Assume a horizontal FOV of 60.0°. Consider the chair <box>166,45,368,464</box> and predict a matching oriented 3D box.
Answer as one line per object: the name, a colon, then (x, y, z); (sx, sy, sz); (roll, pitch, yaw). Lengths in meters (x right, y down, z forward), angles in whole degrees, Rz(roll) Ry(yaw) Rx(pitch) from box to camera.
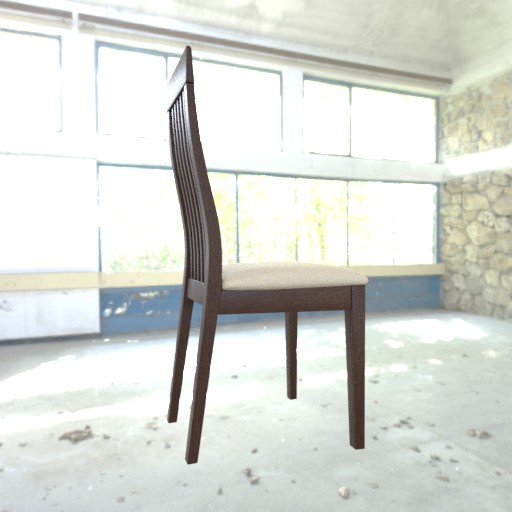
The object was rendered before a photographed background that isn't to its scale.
chair: (0.000, 0.000, 1.298); (0.474, 1.027, 0.460); (-1, 2, -21)
